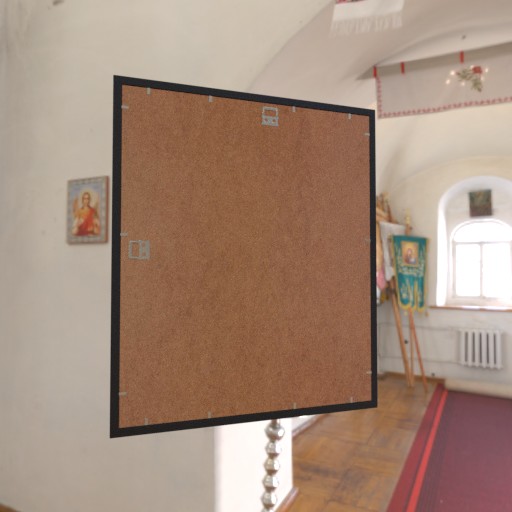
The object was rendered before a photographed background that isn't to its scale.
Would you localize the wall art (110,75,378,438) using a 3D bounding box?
[{"bbox_3d":[0.000,0.000,0.901,0.559,0.660,0.018,1,-2,-19],"label":"wall art"}]
